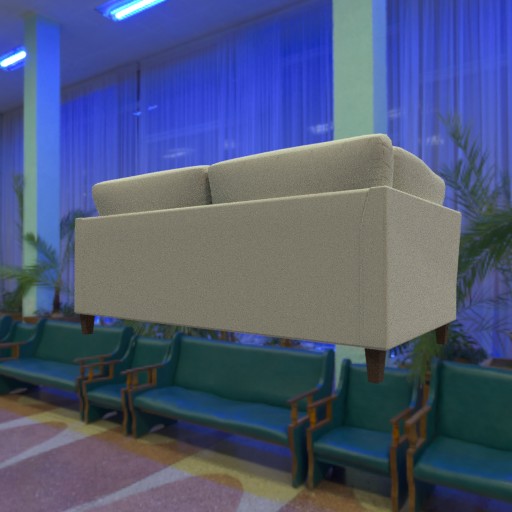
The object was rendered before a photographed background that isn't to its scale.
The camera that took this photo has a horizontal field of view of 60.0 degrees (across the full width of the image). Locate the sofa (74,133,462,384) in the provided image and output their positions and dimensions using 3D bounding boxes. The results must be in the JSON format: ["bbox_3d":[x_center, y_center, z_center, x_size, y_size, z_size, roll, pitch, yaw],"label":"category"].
[{"bbox_3d":[0.000,0.000,2.269,1.776,0.836,0.970,-1,-1,36],"label":"sofa"}]
